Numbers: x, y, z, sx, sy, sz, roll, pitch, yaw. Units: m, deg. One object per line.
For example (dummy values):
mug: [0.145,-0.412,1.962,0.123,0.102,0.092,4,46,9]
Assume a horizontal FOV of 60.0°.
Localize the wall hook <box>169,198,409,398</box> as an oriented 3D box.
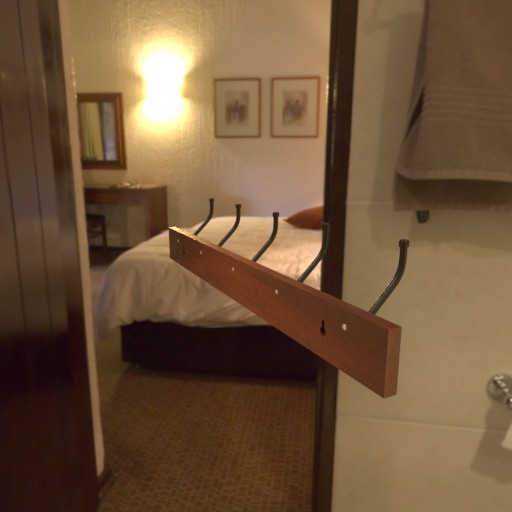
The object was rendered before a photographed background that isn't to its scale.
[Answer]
wall hook: [0.000,0.000,0.607,0.071,0.117,0.571,-7,14,-27]
